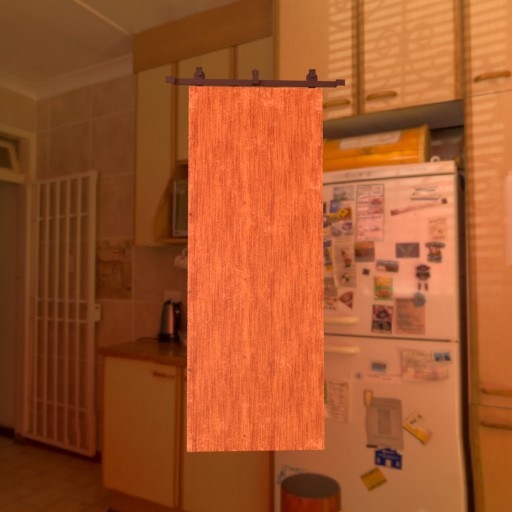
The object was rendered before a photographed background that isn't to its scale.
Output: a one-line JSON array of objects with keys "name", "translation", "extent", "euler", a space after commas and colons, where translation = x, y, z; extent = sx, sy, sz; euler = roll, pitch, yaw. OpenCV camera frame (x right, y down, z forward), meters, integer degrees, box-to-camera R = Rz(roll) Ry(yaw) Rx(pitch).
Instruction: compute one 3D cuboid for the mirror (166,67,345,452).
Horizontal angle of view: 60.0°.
[{"name": "mirror", "translation": [0.000, 0.000, 2.080], "extent": [0.847, 1.793, 0.042], "euler": [0, -2, -2]}]
